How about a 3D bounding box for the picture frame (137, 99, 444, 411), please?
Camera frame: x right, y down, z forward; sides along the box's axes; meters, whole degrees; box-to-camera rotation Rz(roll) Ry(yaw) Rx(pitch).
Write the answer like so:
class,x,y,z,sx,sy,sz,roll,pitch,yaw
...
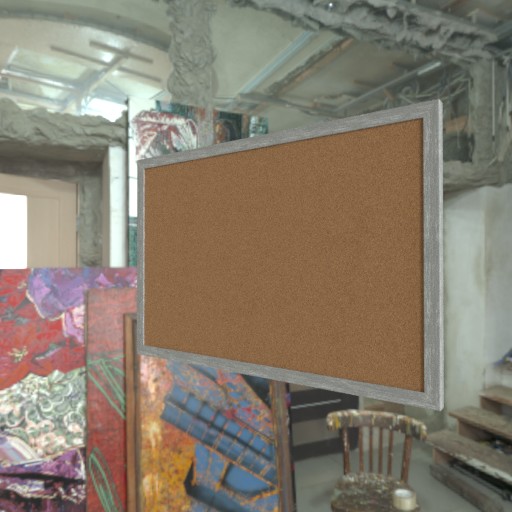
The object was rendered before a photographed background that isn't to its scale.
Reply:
class,x,y,z,sx,sy,sz,roll,pitch,yaw
picture frame,0.000,0.000,1.199,0.950,0.640,0.029,0,-1,36
